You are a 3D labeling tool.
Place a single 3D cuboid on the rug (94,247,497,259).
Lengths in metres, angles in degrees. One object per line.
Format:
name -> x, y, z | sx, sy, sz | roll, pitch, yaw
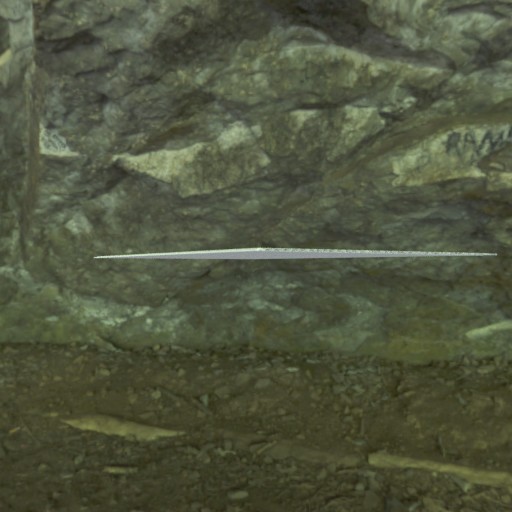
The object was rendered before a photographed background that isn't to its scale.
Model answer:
rug -> 0.000, 0.000, 3.014 | 1.548, 0.013, 2.486 | 1, -1, -34
